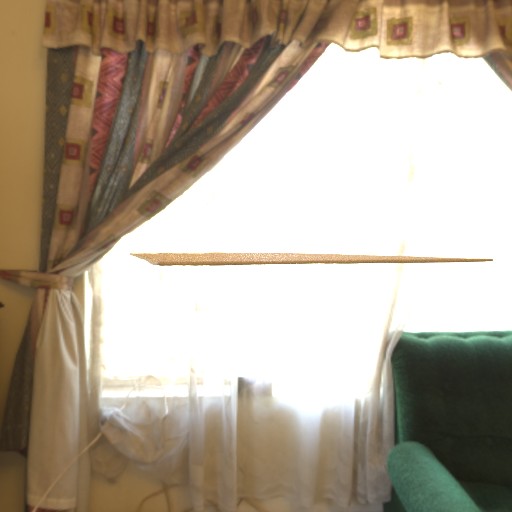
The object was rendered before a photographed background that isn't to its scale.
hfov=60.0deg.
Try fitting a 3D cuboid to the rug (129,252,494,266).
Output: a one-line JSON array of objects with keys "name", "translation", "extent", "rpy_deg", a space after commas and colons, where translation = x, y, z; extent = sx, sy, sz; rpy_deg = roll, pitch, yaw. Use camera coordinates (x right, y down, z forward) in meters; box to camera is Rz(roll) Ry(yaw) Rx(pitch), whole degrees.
[{"name": "rug", "translation": [0.000, 0.000, 3.014], "extent": [1.575, 0.023, 2.459], "rpy_deg": [0, 1, -18]}]
